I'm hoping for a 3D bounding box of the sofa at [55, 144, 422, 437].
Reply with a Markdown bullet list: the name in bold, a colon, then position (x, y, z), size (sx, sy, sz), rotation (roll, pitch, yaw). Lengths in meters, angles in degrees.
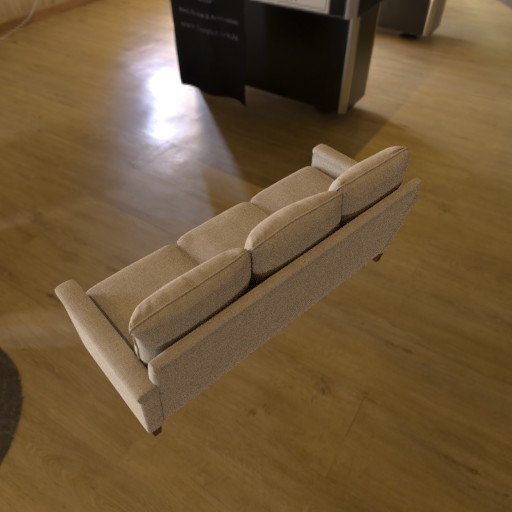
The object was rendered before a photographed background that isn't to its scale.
- **sofa**: position (0.000, 0.000, 2.471), size (1.925, 0.959, 0.828), rotation (-33, 55, -27)
